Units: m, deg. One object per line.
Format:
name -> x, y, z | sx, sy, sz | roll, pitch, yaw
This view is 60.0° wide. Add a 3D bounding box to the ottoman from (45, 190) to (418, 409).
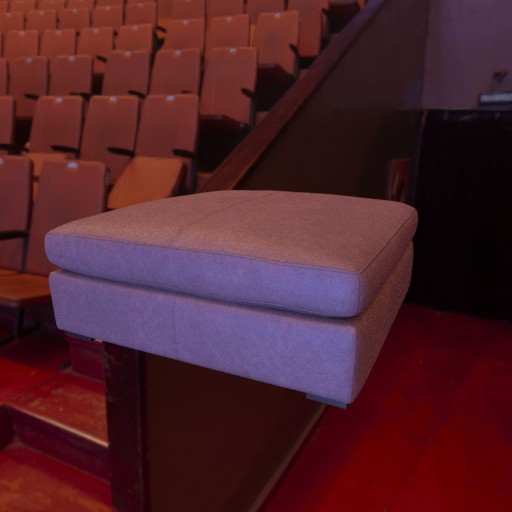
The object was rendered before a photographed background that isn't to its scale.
ottoman -> 0.000, 0.000, 1.852 | 1.168, 0.490, 1.168 | 7, 17, 25
